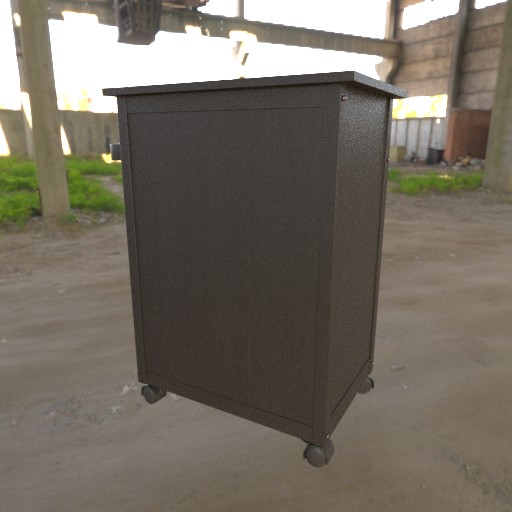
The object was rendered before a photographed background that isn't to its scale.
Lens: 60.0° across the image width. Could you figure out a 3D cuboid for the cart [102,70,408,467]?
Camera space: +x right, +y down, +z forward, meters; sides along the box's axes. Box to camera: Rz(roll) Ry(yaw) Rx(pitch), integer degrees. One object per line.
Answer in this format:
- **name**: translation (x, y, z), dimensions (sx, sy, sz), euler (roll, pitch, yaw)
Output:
- **cart**: translation (0.000, 0.000, 1.248), dimensions (0.660, 0.879, 0.456), euler (8, 17, 29)
